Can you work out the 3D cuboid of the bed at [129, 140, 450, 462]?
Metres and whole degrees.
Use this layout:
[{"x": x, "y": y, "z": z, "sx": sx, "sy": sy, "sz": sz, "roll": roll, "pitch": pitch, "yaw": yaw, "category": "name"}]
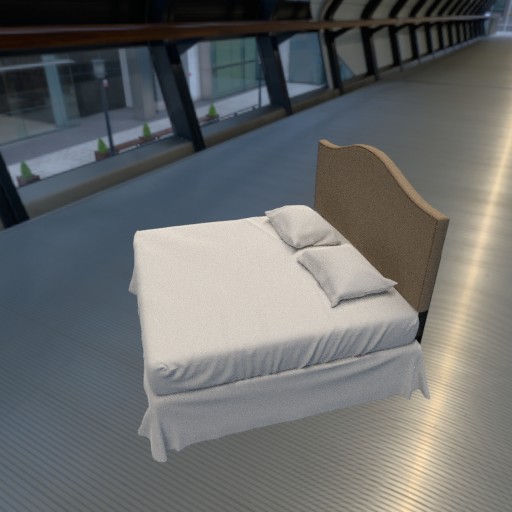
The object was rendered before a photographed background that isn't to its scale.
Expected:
[{"x": 0.000, "y": 0.000, "z": 3.712, "sx": 2.222, "sy": 1.651, "sz": 2.311, "roll": -8, "pitch": 31, "yaw": -14, "category": "bed"}]
